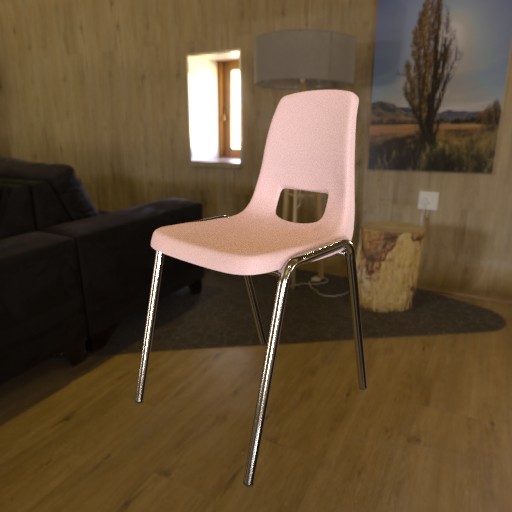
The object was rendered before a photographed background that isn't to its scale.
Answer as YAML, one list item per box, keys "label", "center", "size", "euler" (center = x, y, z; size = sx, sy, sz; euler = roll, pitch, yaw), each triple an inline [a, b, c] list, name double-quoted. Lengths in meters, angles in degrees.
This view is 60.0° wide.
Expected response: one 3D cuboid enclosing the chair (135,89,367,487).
- label: "chair"
  center: [0.000, 0.000, 0.968]
  size: [0.381, 0.704, 0.436]
  euler: [15, 22, 42]
